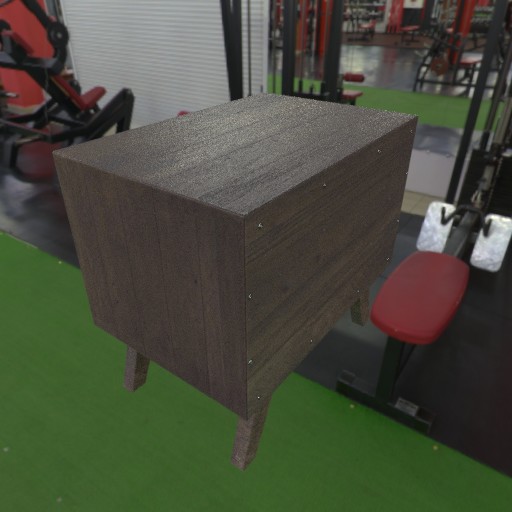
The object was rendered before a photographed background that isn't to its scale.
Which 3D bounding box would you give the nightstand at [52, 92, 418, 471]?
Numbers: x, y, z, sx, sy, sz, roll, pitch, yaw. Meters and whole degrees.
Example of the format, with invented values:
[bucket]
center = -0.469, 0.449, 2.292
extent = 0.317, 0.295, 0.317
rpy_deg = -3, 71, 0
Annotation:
[nightstand]
center = 0.000, 0.000, 1.063
extent = 0.450, 0.599, 0.650
rpy_deg = 21, 37, 31
